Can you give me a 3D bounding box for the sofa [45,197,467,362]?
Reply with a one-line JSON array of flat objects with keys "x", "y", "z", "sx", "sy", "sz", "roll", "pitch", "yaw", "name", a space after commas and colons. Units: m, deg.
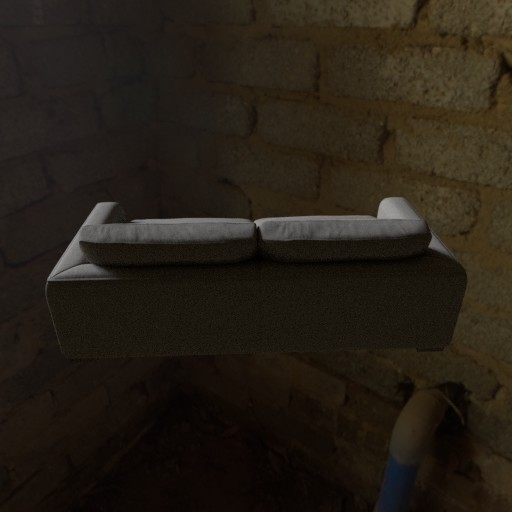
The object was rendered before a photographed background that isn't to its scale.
[{"x": 0.000, "y": 0.000, "z": 2.845, "sx": 2.262, "sy": 0.801, "sz": 1.070, "roll": -1, "pitch": 30, "yaw": -2, "name": "sofa"}]
